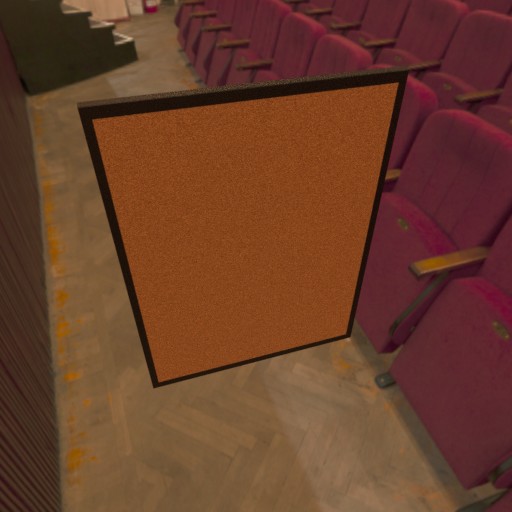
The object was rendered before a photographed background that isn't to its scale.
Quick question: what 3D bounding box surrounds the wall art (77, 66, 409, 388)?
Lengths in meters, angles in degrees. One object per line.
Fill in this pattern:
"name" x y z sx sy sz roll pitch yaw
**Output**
"wall art" 0.000 0.000 1.339 0.774 1.027 0.030 -12 42 -13
